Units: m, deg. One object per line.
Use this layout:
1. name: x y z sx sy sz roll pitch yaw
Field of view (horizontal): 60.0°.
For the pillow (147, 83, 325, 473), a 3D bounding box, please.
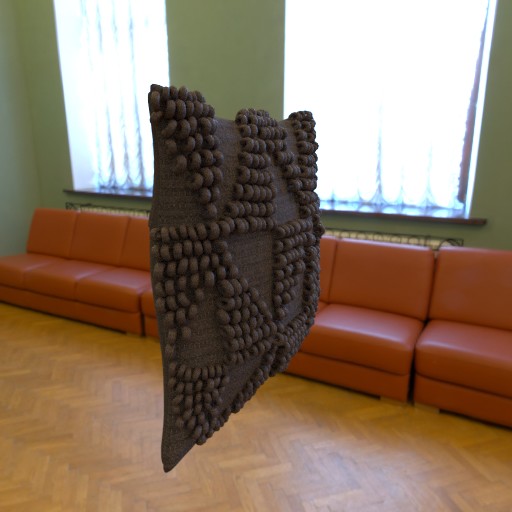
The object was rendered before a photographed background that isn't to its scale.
1. pillow: 0.000 0.000 0.702 0.172 0.467 0.470 7 16 26
